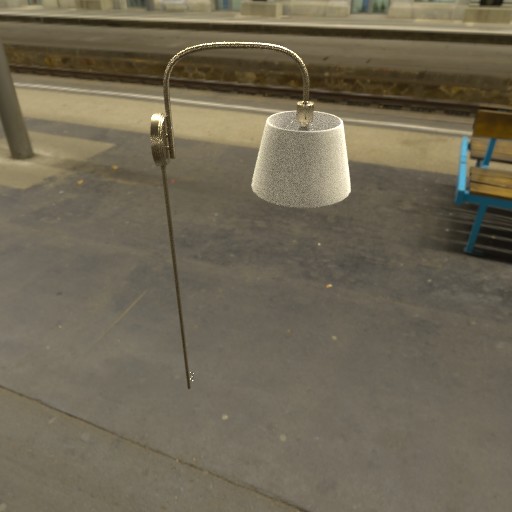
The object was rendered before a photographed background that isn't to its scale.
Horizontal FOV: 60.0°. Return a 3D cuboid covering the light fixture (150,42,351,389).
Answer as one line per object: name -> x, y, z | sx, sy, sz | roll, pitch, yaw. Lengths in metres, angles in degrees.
light fixture -> 0.000, 0.000, 0.457 | 0.176, 0.399, 0.092 | 0, 32, 0
